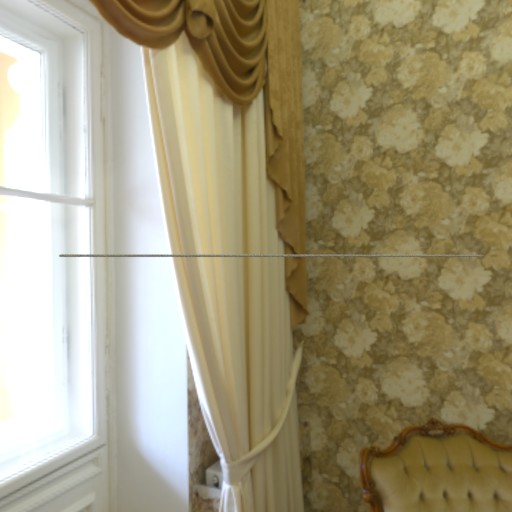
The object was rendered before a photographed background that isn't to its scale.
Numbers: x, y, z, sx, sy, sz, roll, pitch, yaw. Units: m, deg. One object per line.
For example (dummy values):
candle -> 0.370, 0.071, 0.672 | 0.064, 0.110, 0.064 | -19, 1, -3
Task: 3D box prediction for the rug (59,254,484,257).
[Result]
rug -> 0.000, 0.000, 3.741 | 2.878, 0.014, 2.005 | 0, 0, -19
